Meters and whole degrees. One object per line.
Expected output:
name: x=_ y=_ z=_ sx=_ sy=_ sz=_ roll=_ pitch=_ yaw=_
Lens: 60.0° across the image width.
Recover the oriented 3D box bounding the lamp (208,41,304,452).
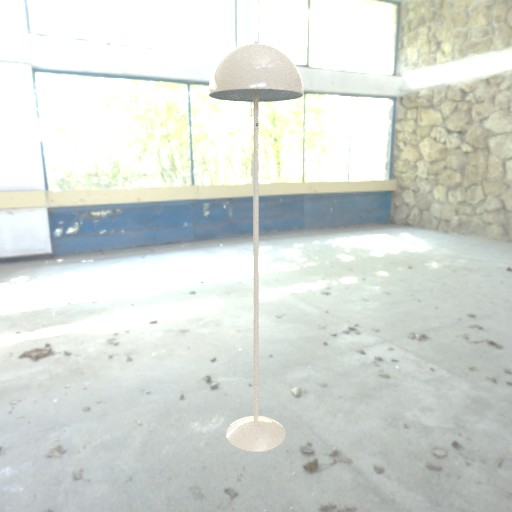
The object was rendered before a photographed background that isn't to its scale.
lamp: x=0.000 y=0.000 z=1.653 sx=0.328 sy=1.480 sz=0.328 roll=-6 pitch=14 yaw=-26
